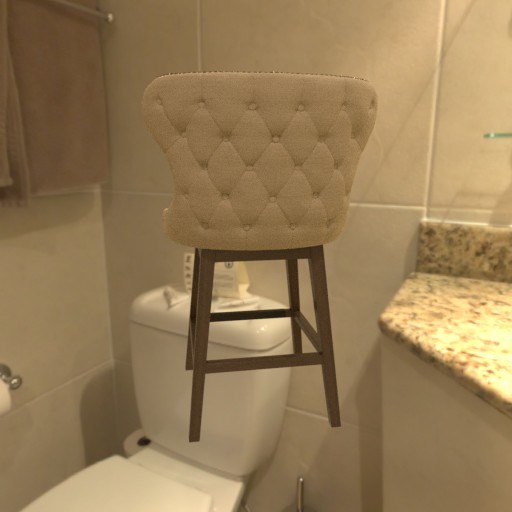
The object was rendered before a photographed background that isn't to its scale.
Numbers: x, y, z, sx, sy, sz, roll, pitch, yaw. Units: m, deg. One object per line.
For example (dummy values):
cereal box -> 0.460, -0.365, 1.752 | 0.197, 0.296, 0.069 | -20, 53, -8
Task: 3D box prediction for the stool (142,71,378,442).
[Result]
stool -> 0.000, 0.000, 1.360 | 0.615, 0.972, 0.597 | -2, 13, -9
